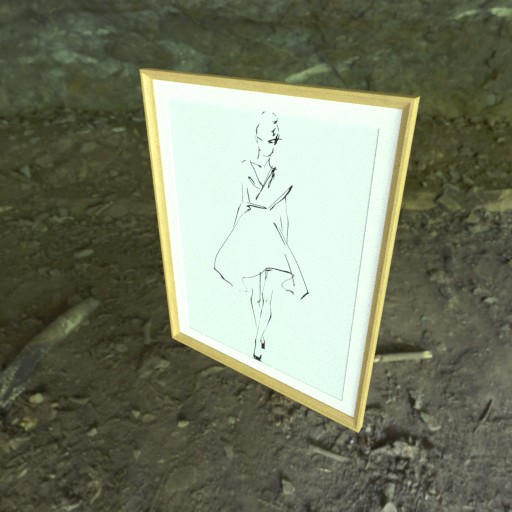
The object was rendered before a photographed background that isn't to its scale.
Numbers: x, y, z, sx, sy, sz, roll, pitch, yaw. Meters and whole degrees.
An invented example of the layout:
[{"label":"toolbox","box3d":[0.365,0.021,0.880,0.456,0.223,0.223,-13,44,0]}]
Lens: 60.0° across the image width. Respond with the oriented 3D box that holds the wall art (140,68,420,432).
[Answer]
[{"label":"wall art","box3d":[0.000,0.000,1.345,0.798,1.002,0.030,19,35,30]}]
